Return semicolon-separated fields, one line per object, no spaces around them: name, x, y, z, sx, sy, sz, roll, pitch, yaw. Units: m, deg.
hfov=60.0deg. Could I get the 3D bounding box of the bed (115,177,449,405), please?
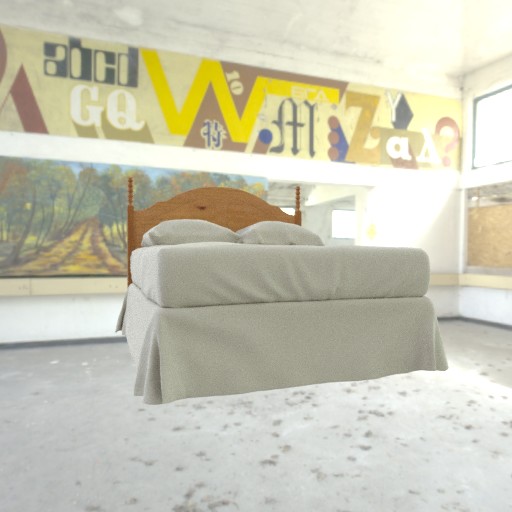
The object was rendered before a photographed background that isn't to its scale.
bed;0.000;0.000;3.198;1.873;1.356;2.040;0;1;-20
